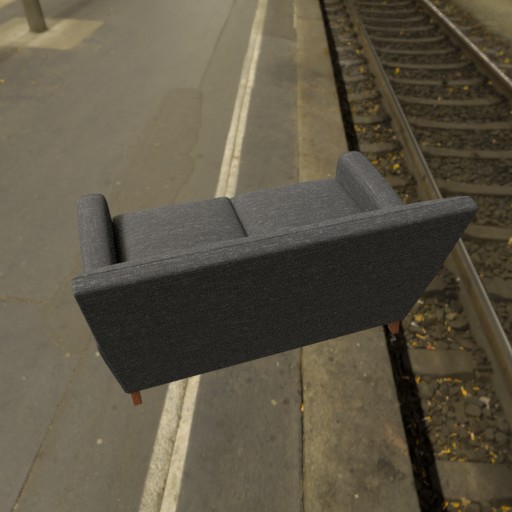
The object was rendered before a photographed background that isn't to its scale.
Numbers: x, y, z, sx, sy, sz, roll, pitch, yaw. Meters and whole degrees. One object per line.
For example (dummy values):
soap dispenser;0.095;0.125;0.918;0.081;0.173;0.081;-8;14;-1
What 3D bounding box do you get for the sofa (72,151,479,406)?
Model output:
sofa;0.000;0.000;1.956;1.420;0.846;0.875;-12;43;-13
